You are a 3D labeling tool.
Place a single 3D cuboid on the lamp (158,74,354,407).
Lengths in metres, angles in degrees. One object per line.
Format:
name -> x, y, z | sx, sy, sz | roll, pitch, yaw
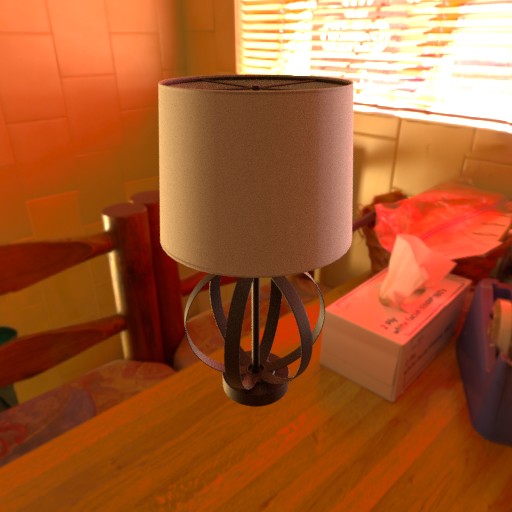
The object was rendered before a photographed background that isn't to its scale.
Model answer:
lamp -> 0.000, 0.000, 0.693 | 0.286, 0.510, 0.286 | 0, 26, 0
